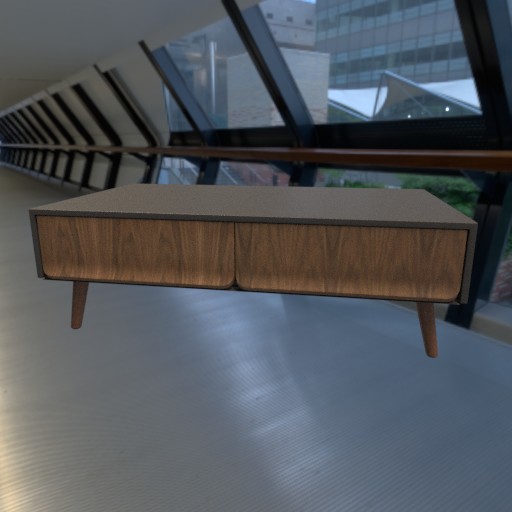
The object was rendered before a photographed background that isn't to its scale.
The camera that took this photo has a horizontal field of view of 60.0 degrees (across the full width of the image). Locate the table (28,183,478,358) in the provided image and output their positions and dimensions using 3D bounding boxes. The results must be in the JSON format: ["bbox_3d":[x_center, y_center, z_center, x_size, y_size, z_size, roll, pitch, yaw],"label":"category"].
[{"bbox_3d":[0.000,0.000,1.538,1.201,0.404,0.703,3,16,10],"label":"table"}]
